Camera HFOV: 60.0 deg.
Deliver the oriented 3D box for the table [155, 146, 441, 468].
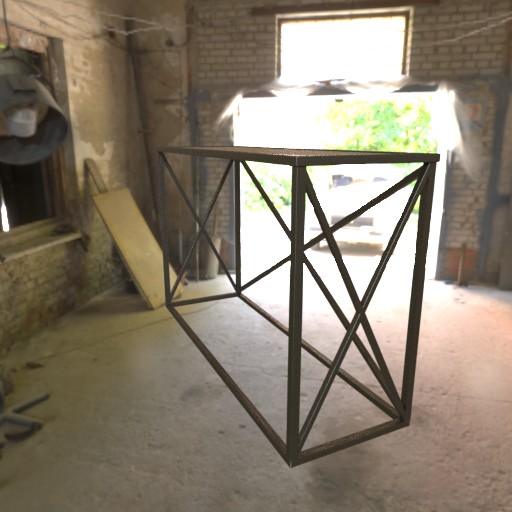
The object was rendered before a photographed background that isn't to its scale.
[{"bbox_3d":[0.000,0.000,1.604,0.402,0.753,1.216,-7,16,-25],"label":"table"}]
